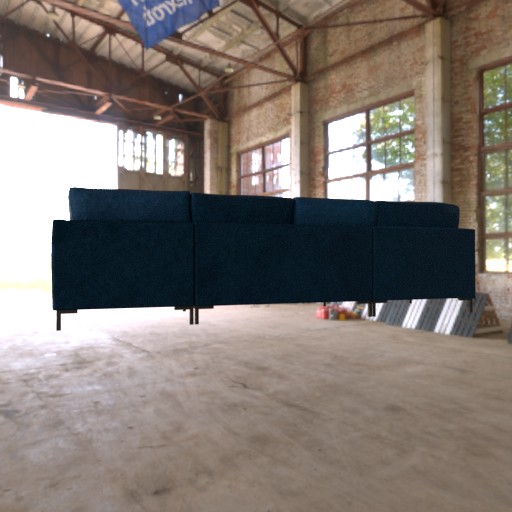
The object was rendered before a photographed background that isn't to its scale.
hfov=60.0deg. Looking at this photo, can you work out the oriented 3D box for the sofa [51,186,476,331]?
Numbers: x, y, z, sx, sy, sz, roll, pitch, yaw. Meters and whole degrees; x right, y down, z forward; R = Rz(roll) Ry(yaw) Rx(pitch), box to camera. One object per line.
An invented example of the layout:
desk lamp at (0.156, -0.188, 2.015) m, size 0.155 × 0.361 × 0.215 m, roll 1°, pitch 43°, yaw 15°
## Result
sofa at (0.000, 0.000, 4.337) m, size 3.434 × 0.992 × 2.055 m, roll 0°, pitch -1°, yaw -17°
